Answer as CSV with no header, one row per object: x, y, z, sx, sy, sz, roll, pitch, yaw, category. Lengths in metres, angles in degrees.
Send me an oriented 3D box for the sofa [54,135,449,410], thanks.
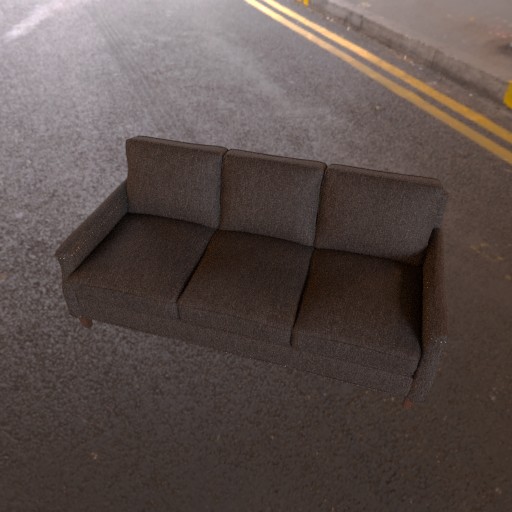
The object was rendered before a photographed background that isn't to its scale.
0.000,0.000,2.804,2.246,1.003,1.084,11,43,12,sofa
